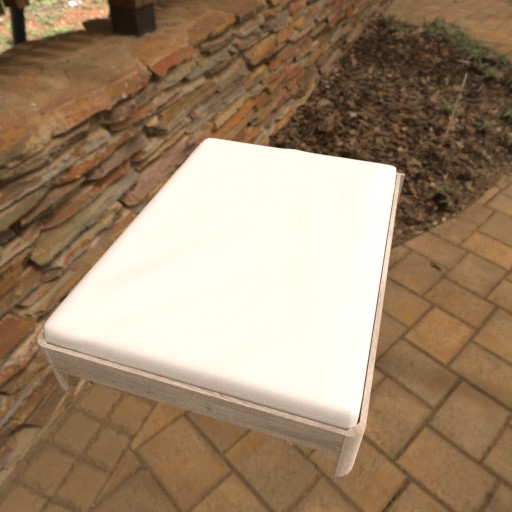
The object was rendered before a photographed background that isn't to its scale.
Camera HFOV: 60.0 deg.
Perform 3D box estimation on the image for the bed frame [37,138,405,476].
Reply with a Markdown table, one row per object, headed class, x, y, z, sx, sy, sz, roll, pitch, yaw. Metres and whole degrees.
| class | x | y | z | sx | sy | sz | roll | pitch | yaw |
| --- | --- | --- | --- | --- | --- | --- | --- | --- | --- |
| bed frame | 0.000 | 0.000 | 2.543 | 1.490 | 0.462 | 1.950 | 12 | 43 | 13 |
